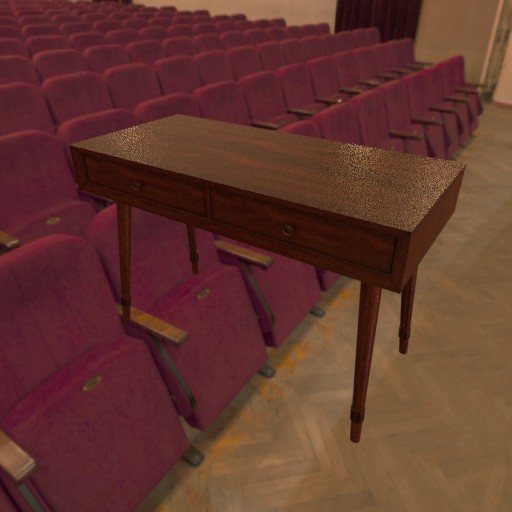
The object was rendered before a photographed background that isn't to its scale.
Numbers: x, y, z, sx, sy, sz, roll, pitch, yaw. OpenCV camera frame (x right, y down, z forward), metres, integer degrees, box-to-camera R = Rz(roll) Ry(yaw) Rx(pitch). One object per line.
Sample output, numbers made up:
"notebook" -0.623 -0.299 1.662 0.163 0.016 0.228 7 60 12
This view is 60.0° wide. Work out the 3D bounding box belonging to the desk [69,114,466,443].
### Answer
"desk" 0.000 0.000 2.183 1.577 1.031 0.734 19 35 29
